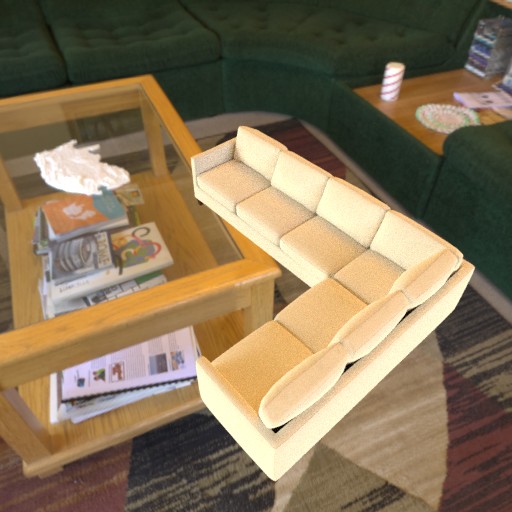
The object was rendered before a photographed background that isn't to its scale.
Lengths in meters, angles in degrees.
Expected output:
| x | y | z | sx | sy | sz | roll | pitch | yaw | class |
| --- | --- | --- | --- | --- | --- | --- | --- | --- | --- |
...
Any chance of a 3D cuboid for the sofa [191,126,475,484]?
| x | y | z | sx | sy | sz | roll | pitch | yaw | class |
| --- | --- | --- | --- | --- | --- | --- | --- | --- | --- |
| 0.000 | 0.000 | 4.532 | 2.593 | 0.947 | 3.302 | -32 | 53 | -28 | sofa |
